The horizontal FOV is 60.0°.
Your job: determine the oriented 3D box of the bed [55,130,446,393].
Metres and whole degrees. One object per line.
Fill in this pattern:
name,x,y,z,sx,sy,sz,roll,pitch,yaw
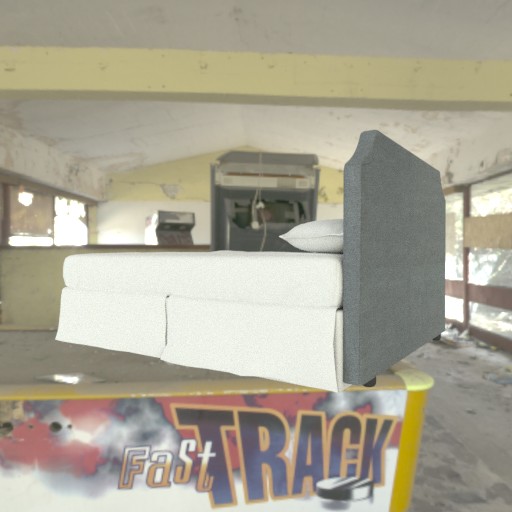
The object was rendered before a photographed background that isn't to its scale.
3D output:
bed,0.000,0.000,3.516,2.464,1.306,1.977,0,0,35
